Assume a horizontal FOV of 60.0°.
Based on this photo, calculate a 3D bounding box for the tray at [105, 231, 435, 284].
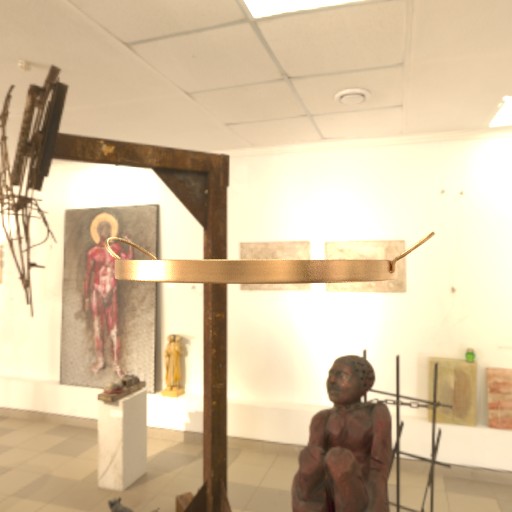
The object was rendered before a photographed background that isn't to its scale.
[{"bbox_3d":[0.000,0.000,0.722,0.543,0.069,0.438,0,-1,17],"label":"tray"}]
